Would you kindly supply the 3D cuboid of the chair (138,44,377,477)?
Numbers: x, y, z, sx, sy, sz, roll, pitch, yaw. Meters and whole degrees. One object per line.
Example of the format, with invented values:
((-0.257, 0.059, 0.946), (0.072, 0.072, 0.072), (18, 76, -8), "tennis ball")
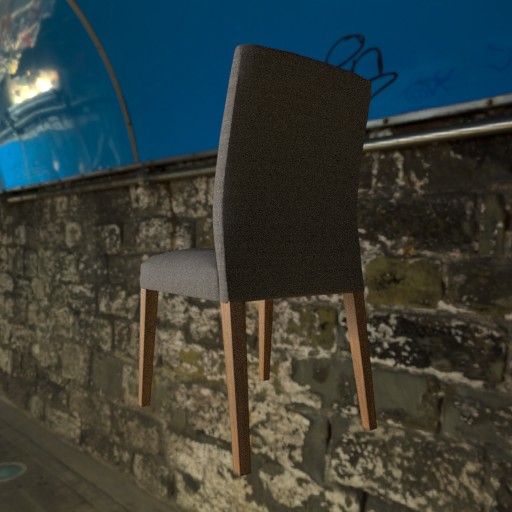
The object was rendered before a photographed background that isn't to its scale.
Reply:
((0.000, 0.000, 1.289), (0.496, 0.940, 0.585), (-1, 1, -35), "chair")
